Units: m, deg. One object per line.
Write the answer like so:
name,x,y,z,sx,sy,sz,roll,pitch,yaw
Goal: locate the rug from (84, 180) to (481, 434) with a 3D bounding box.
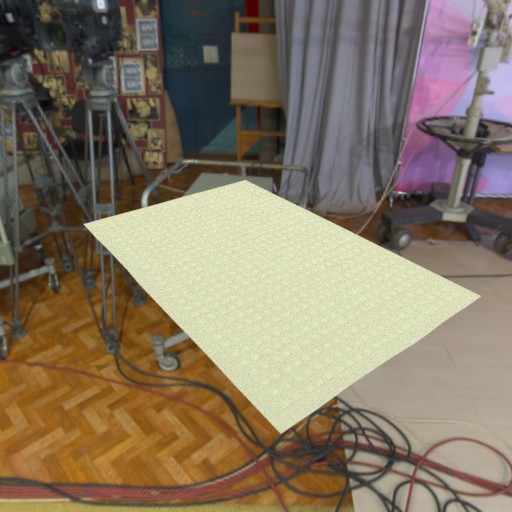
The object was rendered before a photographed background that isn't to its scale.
rug,0.000,0.000,2.224,1.143,0.006,1.747,-21,37,-31
